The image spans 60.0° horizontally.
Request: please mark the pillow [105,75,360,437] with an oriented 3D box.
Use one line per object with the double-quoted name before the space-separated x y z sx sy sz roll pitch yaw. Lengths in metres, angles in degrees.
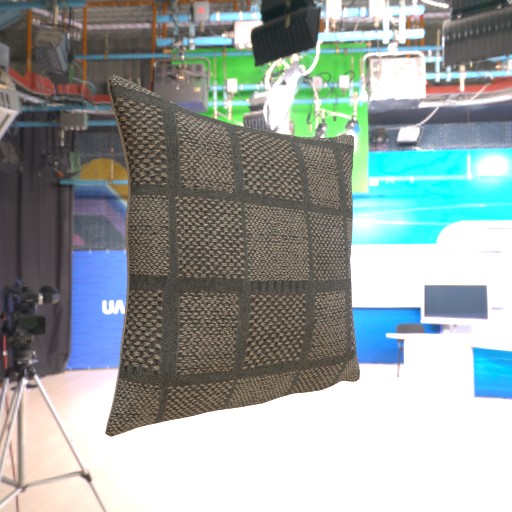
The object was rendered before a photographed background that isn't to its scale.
"pillow" 0.000 0.000 0.650 0.435 0.432 0.138 1 -1 -36
